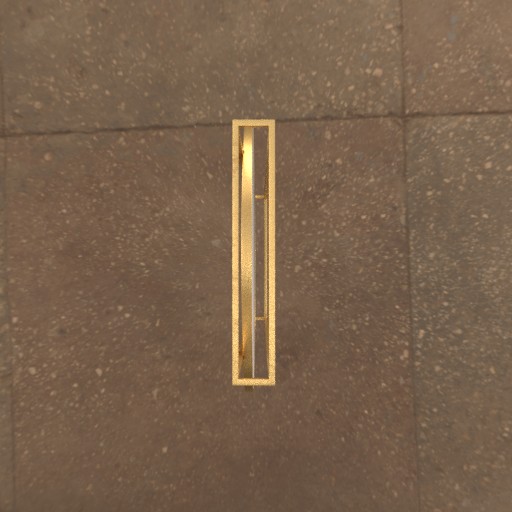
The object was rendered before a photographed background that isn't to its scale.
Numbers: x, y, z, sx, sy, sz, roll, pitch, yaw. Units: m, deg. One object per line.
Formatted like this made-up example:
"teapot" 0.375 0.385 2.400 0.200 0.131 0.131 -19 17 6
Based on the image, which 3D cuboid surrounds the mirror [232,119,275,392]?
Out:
"mirror" 0.000 0.000 0.826 0.051 0.603 0.508 0 89 1
